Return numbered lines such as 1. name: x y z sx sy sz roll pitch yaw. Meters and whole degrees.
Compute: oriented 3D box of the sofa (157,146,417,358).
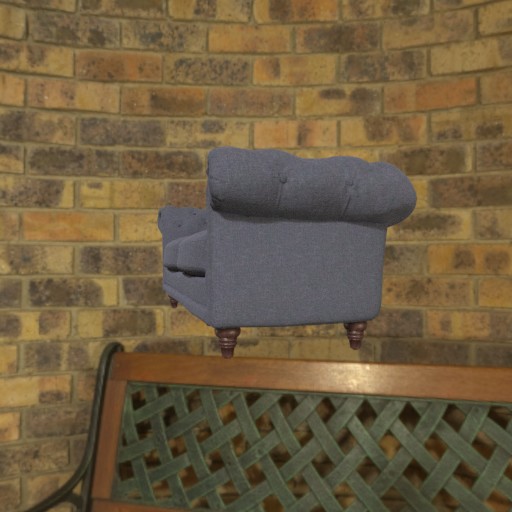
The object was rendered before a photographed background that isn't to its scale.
1. sofa: 0.000 0.000 2.807 1.046 0.836 2.335 0 0 -17
